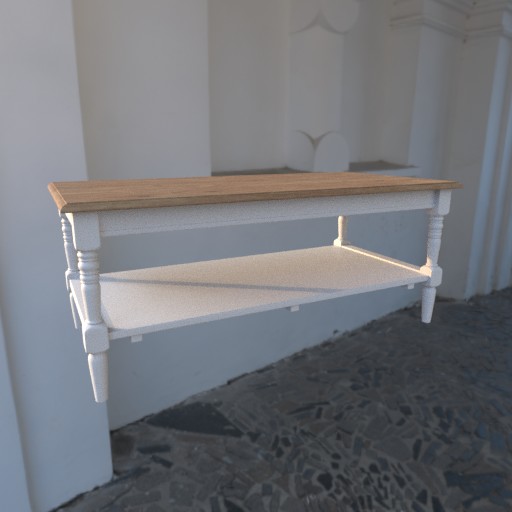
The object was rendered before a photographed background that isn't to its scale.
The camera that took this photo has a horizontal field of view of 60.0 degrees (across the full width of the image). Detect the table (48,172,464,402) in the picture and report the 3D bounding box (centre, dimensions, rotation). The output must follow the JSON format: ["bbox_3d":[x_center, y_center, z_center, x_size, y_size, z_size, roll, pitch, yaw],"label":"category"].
[{"bbox_3d":[0.000,0.000,1.384,1.118,0.458,0.559,-7,16,-26],"label":"table"}]
